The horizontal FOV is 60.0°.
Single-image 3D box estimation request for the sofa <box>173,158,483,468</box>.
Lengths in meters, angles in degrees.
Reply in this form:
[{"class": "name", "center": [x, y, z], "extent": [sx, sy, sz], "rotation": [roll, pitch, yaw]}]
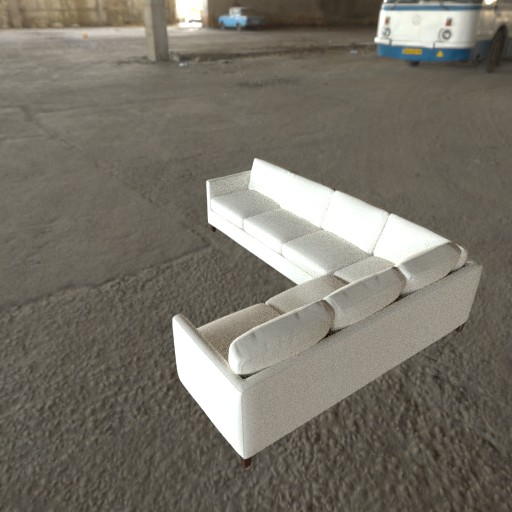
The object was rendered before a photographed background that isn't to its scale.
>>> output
[{"class": "sofa", "center": [0.000, 0.000, 4.478], "extent": [2.593, 0.947, 3.302], "rotation": [-19, 35, -30]}]
